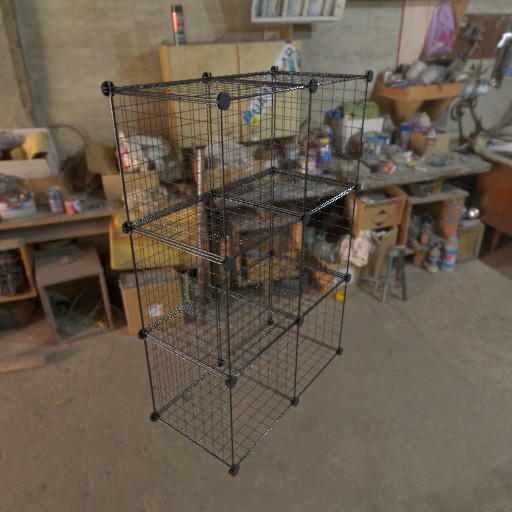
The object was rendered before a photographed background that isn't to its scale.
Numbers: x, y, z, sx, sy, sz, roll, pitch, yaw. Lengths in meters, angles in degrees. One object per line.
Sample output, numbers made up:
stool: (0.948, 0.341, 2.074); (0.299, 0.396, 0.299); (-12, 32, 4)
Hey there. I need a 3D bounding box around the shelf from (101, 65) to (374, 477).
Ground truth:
shelf: (0.000, 0.000, 1.406); (0.356, 1.067, 0.711); (18, 32, 32)
